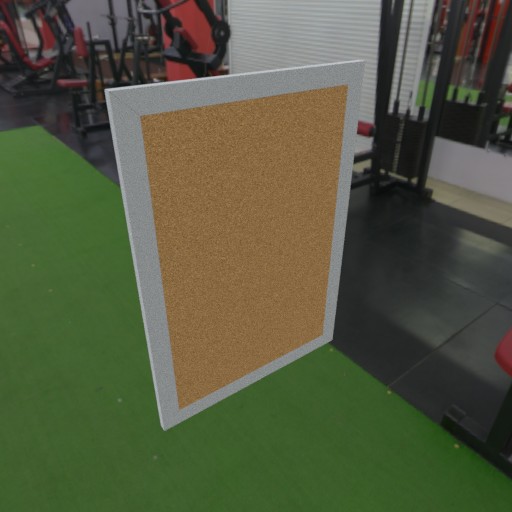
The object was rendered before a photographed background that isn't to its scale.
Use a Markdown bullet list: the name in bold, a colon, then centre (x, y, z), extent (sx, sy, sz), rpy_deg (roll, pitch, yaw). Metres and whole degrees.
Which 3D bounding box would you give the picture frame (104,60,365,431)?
- **picture frame**: centre (0.000, 0.000, 0.593), extent (0.326, 0.459, 0.011), rpy_deg (-20, 37, -30)
